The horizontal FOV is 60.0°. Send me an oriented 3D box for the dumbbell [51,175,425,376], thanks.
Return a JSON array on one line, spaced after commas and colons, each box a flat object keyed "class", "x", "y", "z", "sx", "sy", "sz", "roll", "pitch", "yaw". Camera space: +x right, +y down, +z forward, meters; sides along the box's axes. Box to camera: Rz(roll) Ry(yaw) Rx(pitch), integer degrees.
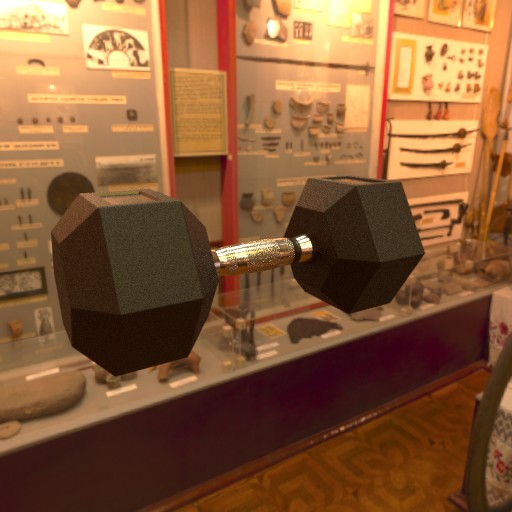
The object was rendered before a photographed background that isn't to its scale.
[{"class": "dumbbell", "x": 0.000, "y": 0.000, "z": 0.442, "sx": 0.361, "sy": 0.137, "sz": 0.157, "roll": -9, "pitch": 19, "yaw": -29}]
